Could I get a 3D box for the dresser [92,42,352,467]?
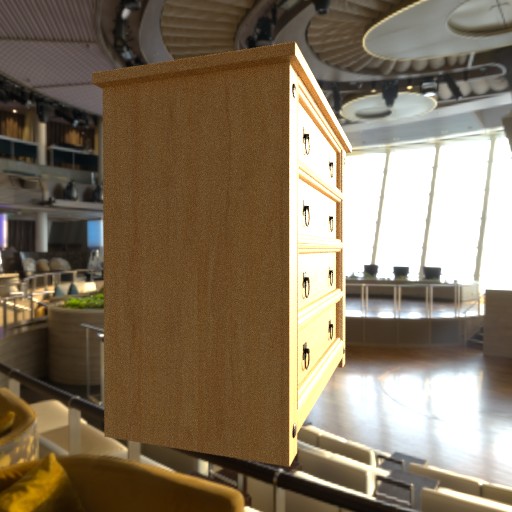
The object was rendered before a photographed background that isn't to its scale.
[{"bbox_3d":[0.000,0.000,1.189,0.410,0.730,0.800,0,1,19],"label":"dresser"}]
